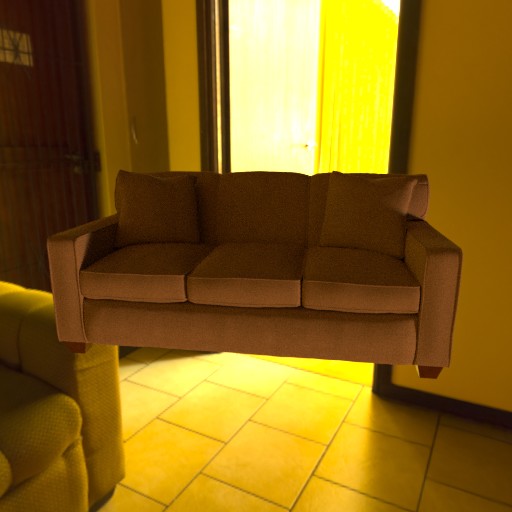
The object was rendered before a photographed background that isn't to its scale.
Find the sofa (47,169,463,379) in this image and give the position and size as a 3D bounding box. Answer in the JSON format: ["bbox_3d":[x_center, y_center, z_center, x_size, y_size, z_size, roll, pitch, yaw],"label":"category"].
[{"bbox_3d":[0.000,0.000,2.566,2.024,0.958,0.997,2,14,8],"label":"sofa"}]
